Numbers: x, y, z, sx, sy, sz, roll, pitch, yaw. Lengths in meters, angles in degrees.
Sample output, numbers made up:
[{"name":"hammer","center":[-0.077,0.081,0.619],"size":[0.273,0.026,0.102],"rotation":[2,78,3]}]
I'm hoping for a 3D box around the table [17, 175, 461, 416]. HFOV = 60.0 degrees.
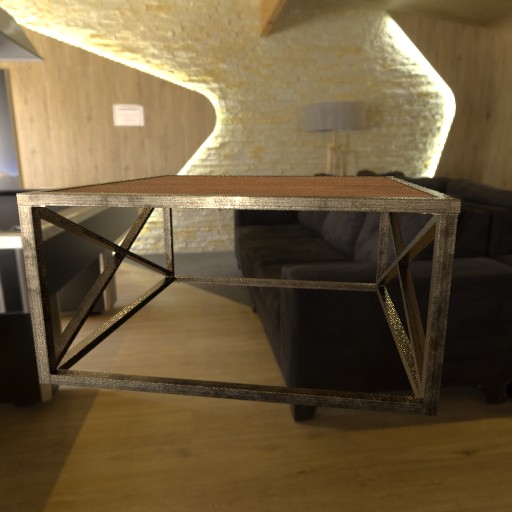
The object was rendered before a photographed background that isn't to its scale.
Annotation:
[{"name":"table","center":[0.000,0.000,1.373],"size":[0.909,0.451,0.899],"rotation":[2,13,9]}]
